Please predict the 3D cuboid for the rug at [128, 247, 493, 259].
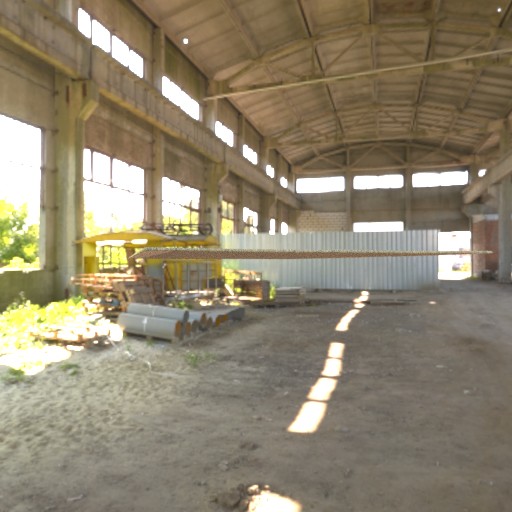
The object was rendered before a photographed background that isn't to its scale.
[{"bbox_3d":[0.000,0.000,2.326,1.250,0.015,1.850,0,-1,-17],"label":"rug"}]
